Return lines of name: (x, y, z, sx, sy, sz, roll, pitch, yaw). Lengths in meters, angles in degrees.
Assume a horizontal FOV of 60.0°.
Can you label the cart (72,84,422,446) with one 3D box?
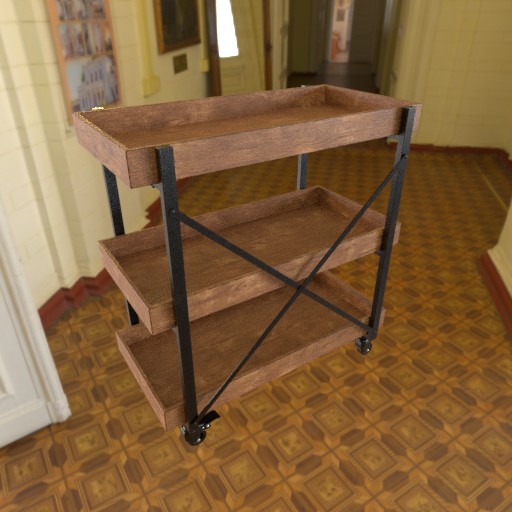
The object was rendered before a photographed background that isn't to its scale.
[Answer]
cart: (0.000, 0.000, 1.238, 0.750, 0.800, 0.411, -18, 34, -29)
